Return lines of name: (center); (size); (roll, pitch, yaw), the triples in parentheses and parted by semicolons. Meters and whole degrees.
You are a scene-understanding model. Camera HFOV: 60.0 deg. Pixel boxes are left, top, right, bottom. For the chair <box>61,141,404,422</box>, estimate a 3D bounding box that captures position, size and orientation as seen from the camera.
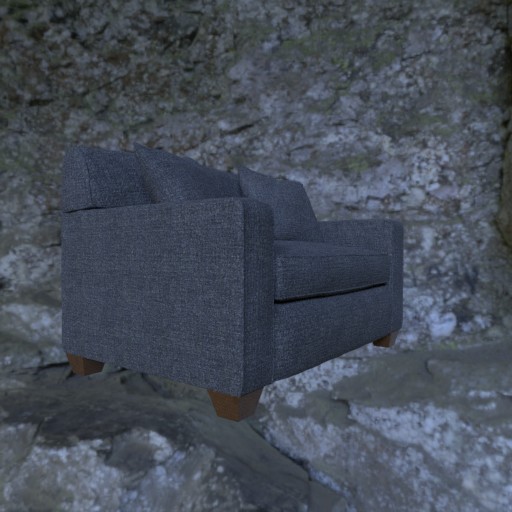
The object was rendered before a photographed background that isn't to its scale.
chair: (0.000, 0.000, 2.066); (1.000, 0.948, 1.383); (1, 1, 37)
